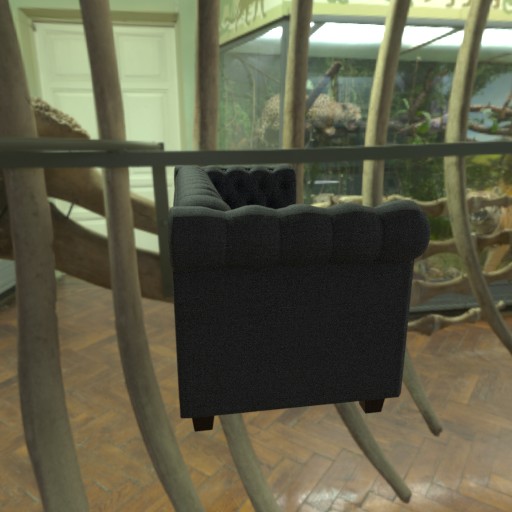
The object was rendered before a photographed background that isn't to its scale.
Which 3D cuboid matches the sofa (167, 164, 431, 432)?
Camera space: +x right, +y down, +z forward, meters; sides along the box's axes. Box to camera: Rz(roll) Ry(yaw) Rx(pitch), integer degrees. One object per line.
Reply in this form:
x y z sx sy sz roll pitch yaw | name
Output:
0.000 0.000 2.181 0.783 0.797 1.798 -3 16 -9 | sofa
